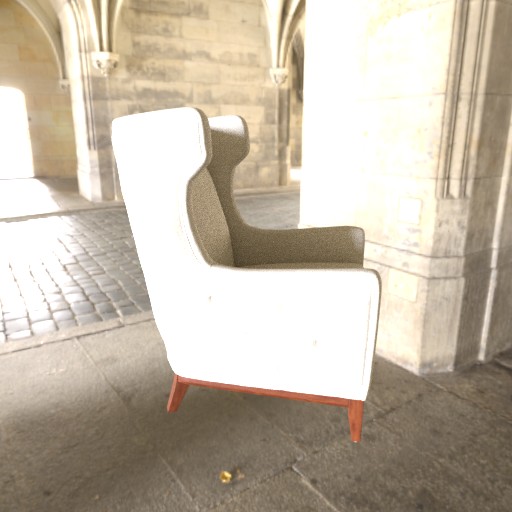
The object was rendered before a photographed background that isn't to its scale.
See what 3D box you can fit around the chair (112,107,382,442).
[{"bbox_3d":[0.000,0.000,1.740,0.899,1.079,0.778,2,16,9],"label":"chair"}]
